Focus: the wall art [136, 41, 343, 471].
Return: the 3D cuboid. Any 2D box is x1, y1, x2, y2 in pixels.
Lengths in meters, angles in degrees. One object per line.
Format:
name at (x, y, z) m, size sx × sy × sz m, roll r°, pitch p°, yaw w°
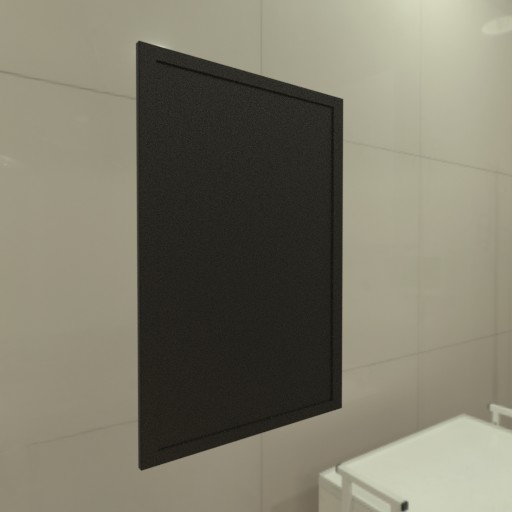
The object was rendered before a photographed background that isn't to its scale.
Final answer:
wall art at (0.000, 0.000, 0.819) m, size 0.451 × 0.661 × 0.012 m, roll -1°, pitch 2°, yaw -36°
